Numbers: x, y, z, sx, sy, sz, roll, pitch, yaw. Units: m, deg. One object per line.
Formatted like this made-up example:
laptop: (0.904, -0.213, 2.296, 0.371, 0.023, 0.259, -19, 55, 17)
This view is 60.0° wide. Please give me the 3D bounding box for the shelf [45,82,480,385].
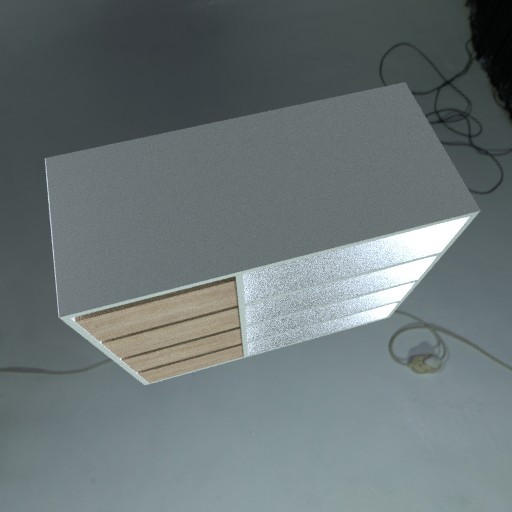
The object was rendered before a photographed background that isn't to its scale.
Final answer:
shelf: (0.000, 0.000, 1.314, 0.895, 0.732, 0.396, -14, 65, -7)
